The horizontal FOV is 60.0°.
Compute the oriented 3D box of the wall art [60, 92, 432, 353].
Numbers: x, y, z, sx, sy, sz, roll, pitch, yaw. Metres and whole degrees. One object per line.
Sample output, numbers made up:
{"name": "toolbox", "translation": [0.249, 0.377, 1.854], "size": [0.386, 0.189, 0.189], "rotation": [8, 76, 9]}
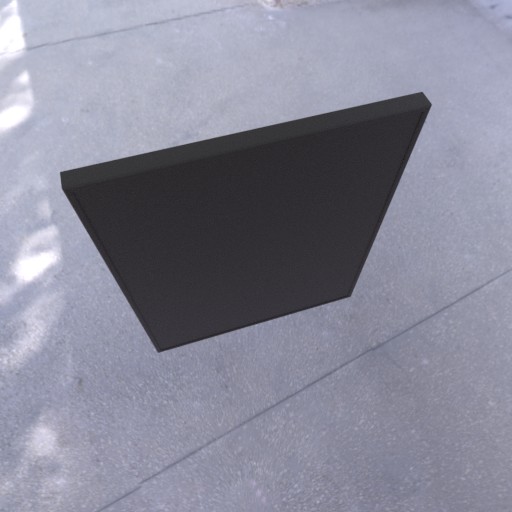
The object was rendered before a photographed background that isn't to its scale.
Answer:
{"name": "wall art", "translation": [0.000, 0.000, 0.760], "size": [0.451, 0.551, 0.028], "rotation": [-15, 60, -9]}
